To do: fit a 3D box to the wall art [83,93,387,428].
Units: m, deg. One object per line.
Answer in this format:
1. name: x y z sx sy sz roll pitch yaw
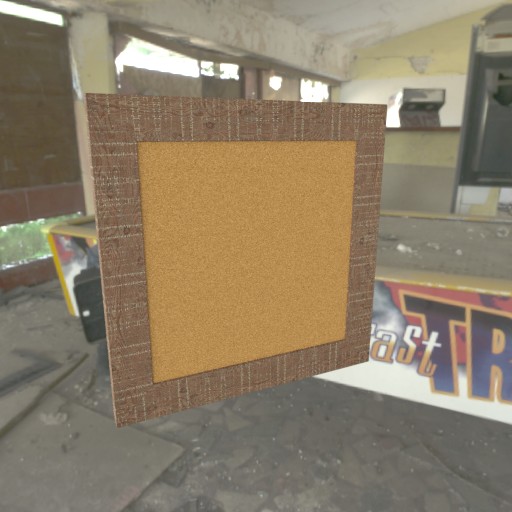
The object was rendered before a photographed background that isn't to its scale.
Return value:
1. wall art: 0.000 0.000 0.799 0.531 0.531 0.029 -7 17 -25
